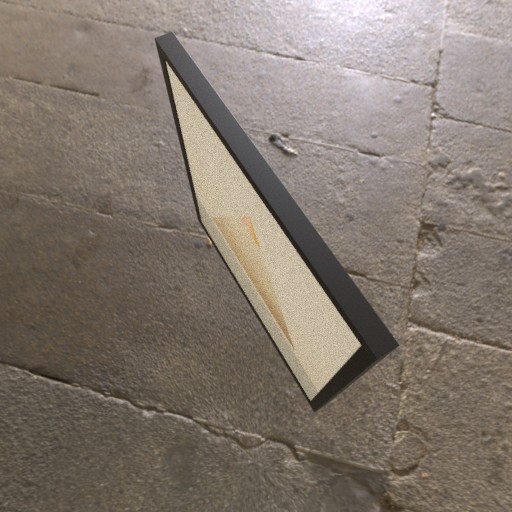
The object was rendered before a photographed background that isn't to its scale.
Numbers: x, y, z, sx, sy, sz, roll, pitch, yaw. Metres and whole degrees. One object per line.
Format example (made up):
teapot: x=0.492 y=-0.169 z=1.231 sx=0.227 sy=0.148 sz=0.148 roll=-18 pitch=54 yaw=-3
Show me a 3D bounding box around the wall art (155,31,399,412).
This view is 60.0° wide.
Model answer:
wall art: x=0.000 y=0.000 z=1.134 sx=0.042 sy=0.766 sz=0.769 roll=-28 pitch=68 yaw=-12
